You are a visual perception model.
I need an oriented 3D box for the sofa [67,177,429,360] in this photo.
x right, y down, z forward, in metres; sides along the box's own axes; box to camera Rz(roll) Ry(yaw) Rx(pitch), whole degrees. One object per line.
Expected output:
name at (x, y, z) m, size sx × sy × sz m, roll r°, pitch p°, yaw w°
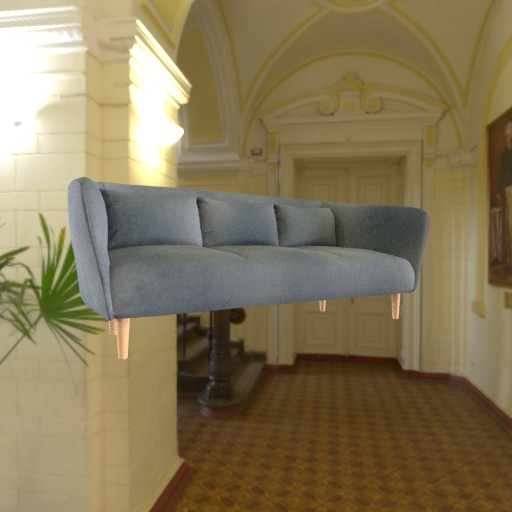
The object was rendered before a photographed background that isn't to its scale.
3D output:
sofa at (0.000, 0.000, 2.490) m, size 2.095 × 0.795 × 0.849 m, roll -1°, pitch 1°, yaw -36°
